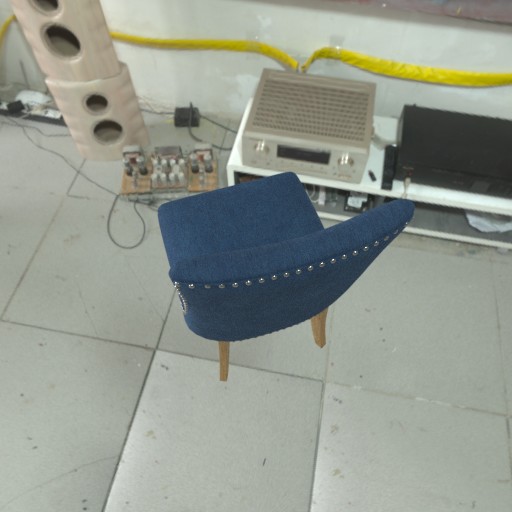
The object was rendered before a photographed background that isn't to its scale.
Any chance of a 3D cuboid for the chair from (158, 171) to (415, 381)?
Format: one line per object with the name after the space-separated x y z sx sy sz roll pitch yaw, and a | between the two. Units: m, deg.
0.000 0.000 1.292 0.495 0.902 0.610 -16 60 -10 | chair
